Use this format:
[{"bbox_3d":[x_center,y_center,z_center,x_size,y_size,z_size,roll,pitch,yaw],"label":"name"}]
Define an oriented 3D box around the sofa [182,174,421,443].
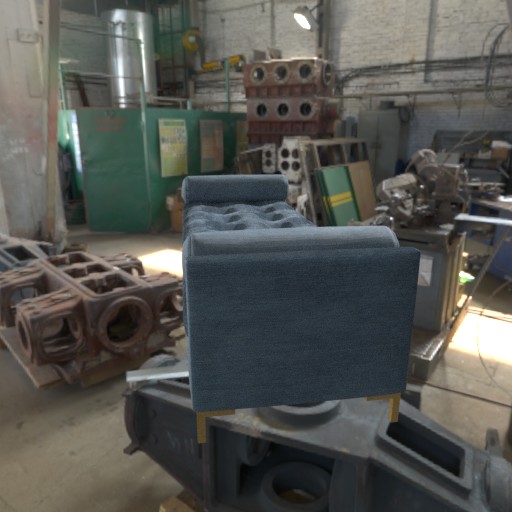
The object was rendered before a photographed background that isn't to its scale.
[{"bbox_3d":[0.000,0.000,2.454,0.796,0.705,2.102,-3,17,-9],"label":"sofa"}]
